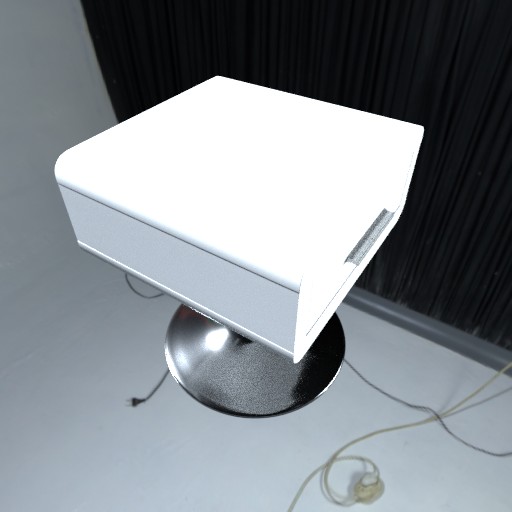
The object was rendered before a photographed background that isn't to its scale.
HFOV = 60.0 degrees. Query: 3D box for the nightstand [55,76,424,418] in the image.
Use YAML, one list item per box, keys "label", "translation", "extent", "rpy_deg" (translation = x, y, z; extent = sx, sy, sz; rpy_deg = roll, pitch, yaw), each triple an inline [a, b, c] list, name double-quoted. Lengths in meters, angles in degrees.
- label: "nightstand"
  translation: [0.000, 0.000, 0.785]
  extent: [0.404, 0.447, 0.399]
  rpy_deg: [24, 47, 24]
